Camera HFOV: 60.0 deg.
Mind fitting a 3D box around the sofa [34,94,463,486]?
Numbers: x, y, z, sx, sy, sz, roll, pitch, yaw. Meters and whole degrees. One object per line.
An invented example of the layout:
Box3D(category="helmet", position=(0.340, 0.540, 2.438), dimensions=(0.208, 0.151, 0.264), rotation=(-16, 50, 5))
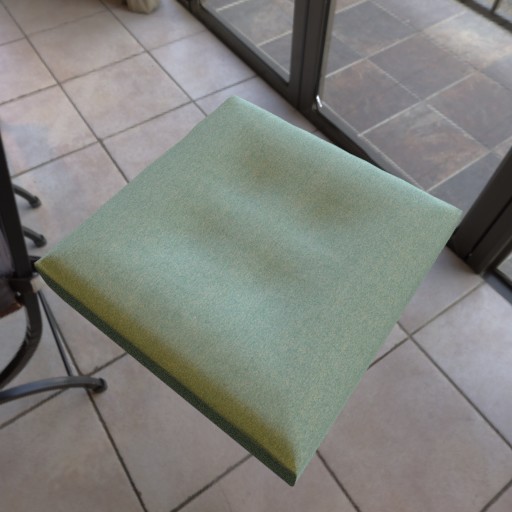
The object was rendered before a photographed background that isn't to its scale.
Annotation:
Box3D(category="sofa", position=(0.000, 0.000, 1.413), dimensions=(0.930, 0.330, 0.930), rotation=(33, 64, 18))
